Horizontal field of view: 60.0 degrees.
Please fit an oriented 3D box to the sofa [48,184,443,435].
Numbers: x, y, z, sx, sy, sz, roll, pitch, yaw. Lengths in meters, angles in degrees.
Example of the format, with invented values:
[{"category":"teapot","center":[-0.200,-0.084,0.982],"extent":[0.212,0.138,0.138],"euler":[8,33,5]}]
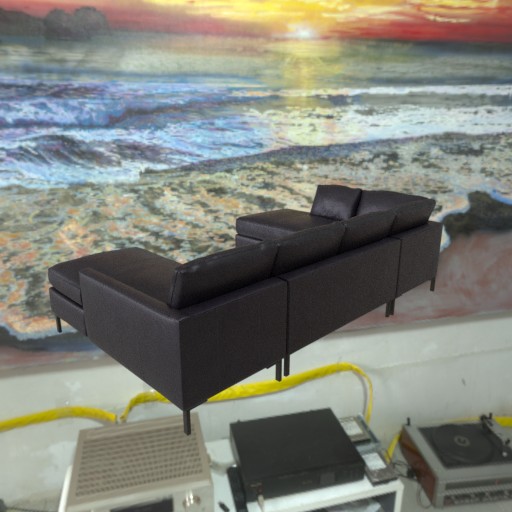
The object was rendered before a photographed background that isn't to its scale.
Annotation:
[{"category":"sofa","center":[0.000,0.000,3.740],"extent":[2.956,0.900,1.939],"euler":[-16,23,-42]}]
